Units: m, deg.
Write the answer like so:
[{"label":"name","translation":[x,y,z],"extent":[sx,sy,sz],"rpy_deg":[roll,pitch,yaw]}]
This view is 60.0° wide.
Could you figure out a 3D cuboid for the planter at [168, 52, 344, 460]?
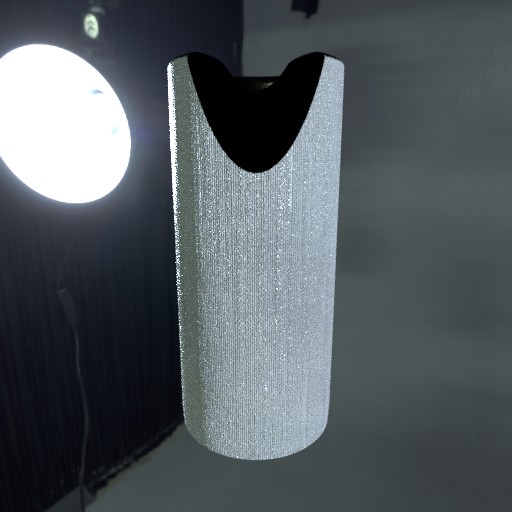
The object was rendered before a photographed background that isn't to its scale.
[{"label":"planter","translation":[0.000,0.000,0.128],"extent":[0.045,0.103,0.045],"rpy_deg":[7,16,27]}]
